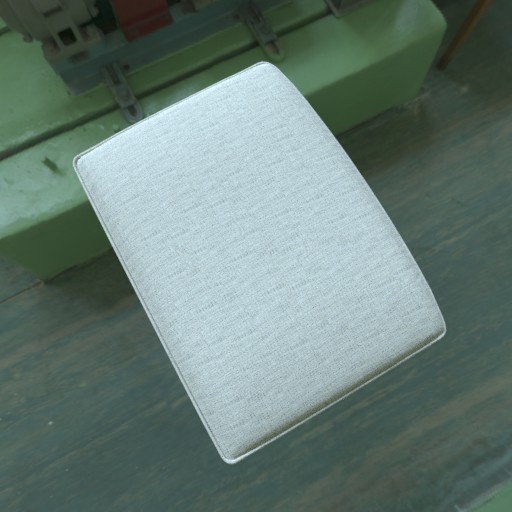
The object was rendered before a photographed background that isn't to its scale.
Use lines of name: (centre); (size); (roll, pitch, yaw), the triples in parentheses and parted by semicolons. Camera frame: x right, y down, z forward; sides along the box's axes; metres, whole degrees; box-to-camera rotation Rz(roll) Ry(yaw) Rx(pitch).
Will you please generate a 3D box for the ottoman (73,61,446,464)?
ottoman: (0.000, 0.000, 1.161); (0.594, 0.465, 0.794); (-29, 78, -7)
